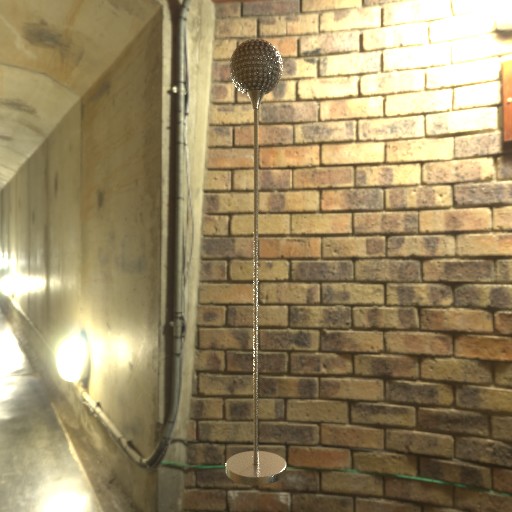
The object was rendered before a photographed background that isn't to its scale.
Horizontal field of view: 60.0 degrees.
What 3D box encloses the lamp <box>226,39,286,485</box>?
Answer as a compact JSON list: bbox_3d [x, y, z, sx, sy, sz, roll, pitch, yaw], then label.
[{"bbox_3d":[0.000,0.000,1.885,0.254,1.805,0.254,0,-2,0],"label":"lamp"}]
